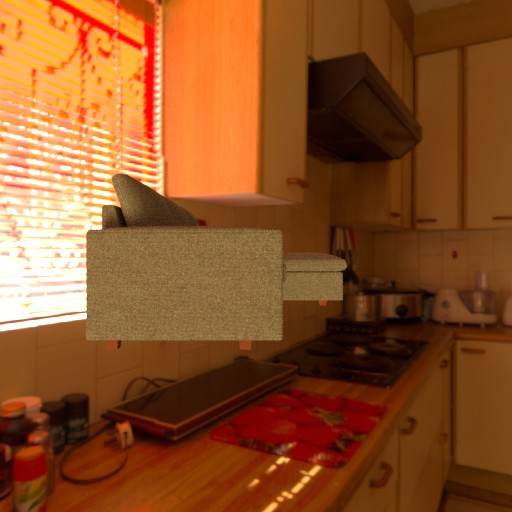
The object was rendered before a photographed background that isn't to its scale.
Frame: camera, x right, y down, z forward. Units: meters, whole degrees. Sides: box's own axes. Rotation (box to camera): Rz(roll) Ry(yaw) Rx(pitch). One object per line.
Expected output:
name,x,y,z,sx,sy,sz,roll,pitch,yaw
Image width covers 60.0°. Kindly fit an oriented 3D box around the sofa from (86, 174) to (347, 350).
sofa,0.000,0.000,3.557,1.689,0.940,2.718,0,0,0
